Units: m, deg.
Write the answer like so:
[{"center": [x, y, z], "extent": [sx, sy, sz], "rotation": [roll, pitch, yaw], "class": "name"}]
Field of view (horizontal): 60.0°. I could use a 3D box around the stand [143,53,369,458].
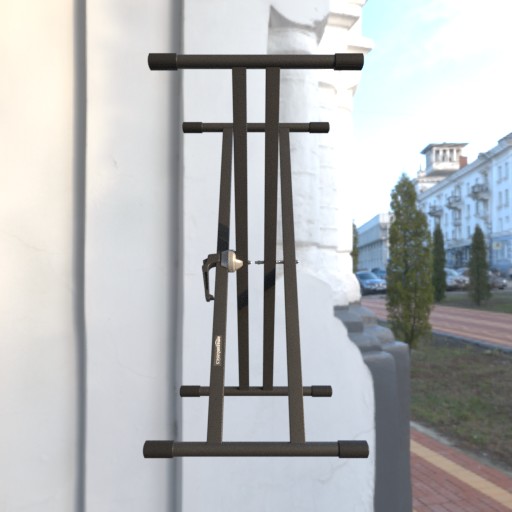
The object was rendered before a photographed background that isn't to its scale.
[{"center": [0.000, 0.000, 1.221], "extent": [0.495, 0.900, 0.503], "rotation": [0, -2, 0], "class": "stand"}]
